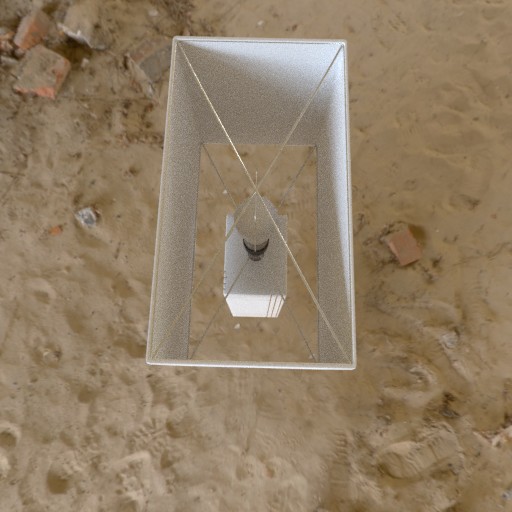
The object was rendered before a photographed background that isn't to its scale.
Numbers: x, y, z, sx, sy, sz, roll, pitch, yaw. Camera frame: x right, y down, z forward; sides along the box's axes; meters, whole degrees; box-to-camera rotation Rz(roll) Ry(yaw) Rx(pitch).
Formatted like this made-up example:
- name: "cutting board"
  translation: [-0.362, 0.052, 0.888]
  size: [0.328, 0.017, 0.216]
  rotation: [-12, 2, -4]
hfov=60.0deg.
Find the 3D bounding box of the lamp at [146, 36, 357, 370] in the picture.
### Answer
- name: "lamp"
  translation: [0.000, 0.000, 0.684]
  size: [0.182, 0.543, 0.334]
  rotation: [1, 76, 0]
